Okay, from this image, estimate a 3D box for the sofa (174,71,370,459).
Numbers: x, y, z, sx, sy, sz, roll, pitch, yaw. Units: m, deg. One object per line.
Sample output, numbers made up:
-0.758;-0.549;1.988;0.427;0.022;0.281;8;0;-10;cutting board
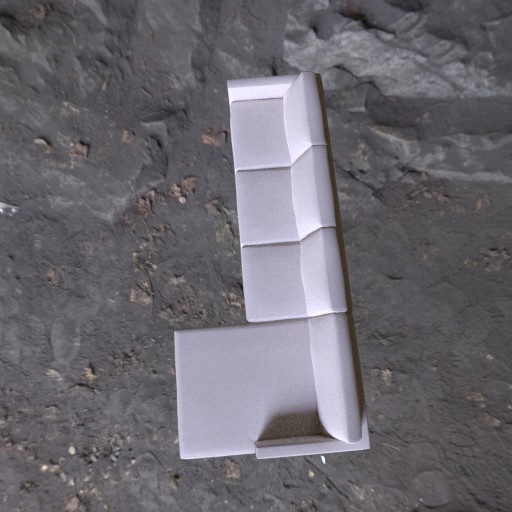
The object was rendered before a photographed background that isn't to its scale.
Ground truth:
0.000;0.000;4.192;1.599;0.954;3.471;-5;77;-1;sofa
